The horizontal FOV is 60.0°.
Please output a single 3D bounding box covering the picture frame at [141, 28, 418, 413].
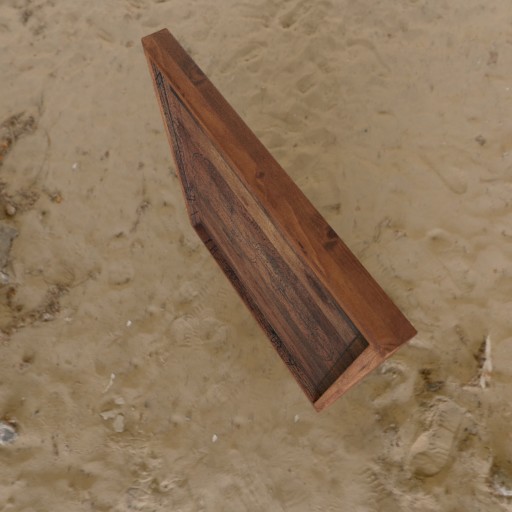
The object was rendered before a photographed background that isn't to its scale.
[{"bbox_3d":[0.000,0.000,0.513,0.028,0.356,0.352,-30,68,-13],"label":"picture frame"}]
